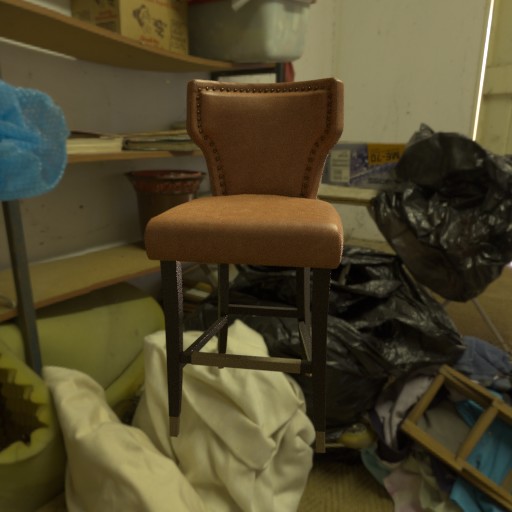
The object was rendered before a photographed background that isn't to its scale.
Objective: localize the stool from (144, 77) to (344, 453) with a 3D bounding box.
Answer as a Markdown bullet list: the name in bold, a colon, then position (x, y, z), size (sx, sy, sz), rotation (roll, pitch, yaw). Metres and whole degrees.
- **stool**: position (0.000, 0.000, 1.420), size (0.526, 1.092, 0.563), rotation (3, 17, 8)
